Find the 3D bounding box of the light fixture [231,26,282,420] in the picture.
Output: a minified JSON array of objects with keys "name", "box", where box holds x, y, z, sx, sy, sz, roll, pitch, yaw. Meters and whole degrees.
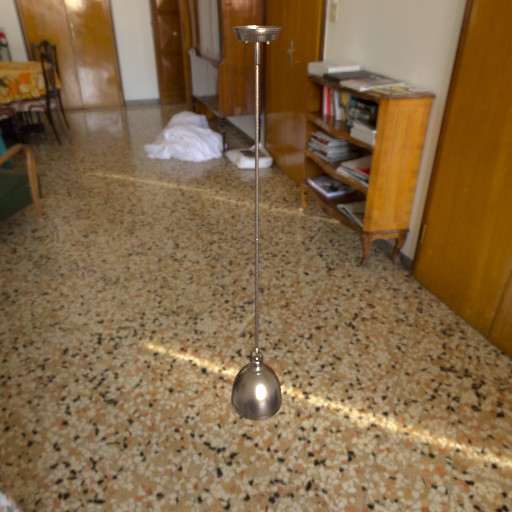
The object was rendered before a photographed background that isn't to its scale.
[{"name":"light fixture","box":[0.000,0.000,1.489,0.217,1.367,0.211,19,35,29]}]
